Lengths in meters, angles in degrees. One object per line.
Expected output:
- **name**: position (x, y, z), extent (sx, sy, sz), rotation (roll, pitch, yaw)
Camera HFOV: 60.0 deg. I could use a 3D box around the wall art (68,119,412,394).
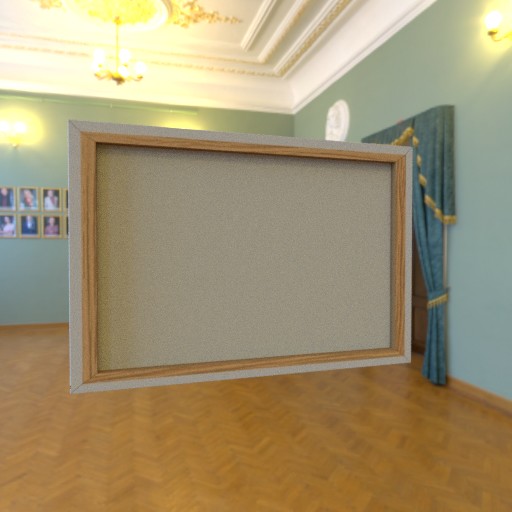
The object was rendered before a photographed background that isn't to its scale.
- **wall art**: position (0.000, 0.000, 0.492), extent (0.381, 0.259, 0.038), rotation (0, 1, -18)
